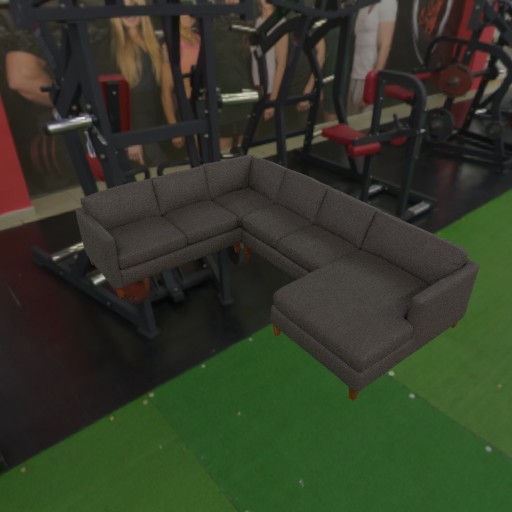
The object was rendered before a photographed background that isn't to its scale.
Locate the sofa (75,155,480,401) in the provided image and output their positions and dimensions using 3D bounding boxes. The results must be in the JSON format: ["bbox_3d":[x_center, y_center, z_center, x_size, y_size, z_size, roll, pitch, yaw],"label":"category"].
[{"bbox_3d":[0.000,0.000,4.657,2.594,0.961,3.460,-22,38,-31],"label":"sofa"}]
